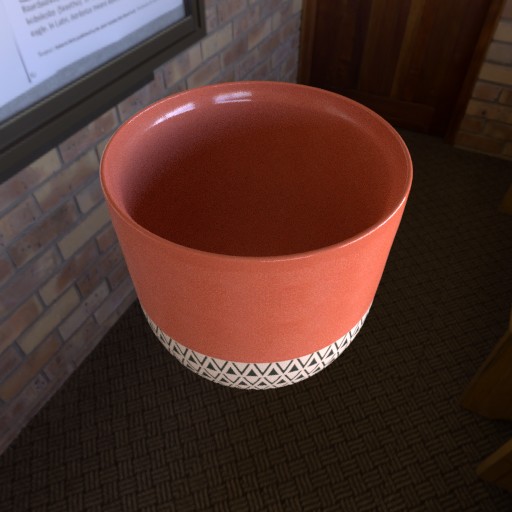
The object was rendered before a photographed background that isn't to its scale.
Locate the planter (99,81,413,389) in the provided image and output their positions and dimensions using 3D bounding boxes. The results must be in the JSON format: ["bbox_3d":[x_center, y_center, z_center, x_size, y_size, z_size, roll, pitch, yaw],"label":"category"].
[{"bbox_3d":[0.000,0.000,0.483,0.266,0.270,0.266,0,46,0],"label":"planter"}]
